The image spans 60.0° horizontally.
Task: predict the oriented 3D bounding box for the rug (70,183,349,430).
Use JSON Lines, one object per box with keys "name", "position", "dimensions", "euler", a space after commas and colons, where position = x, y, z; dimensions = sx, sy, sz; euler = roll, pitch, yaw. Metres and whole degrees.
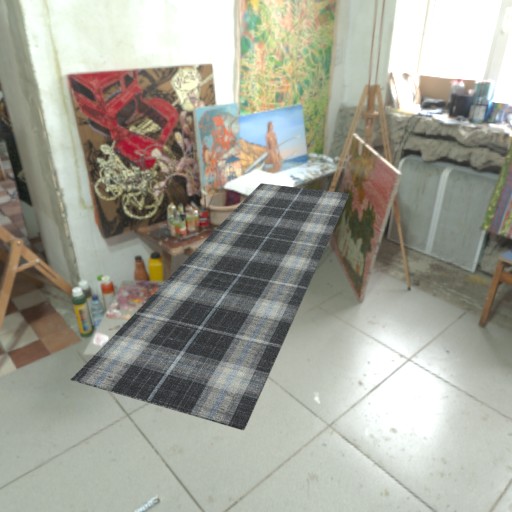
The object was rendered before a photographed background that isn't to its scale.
{"name": "rug", "position": [0.000, 0.000, 2.697], "dimensions": [0.760, 0.012, 2.434], "euler": [10, 31, 17]}
